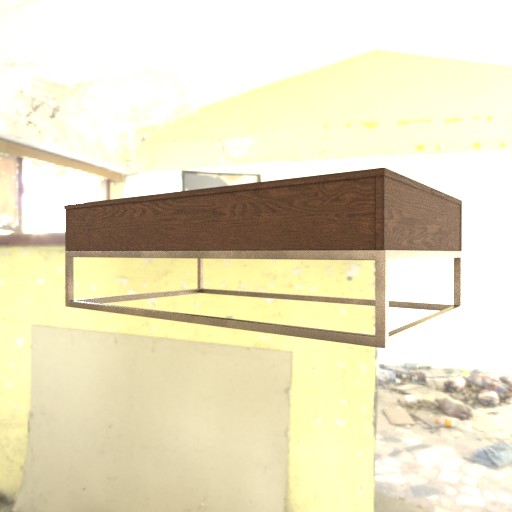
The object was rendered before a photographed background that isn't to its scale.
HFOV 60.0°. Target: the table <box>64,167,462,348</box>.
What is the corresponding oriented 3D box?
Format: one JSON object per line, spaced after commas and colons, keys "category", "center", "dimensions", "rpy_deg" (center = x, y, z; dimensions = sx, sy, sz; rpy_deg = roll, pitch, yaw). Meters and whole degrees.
{"category": "table", "center": [0.000, 0.000, 1.516], "dimensions": [1.167, 0.361, 0.719], "rpy_deg": [0, 1, 37]}
